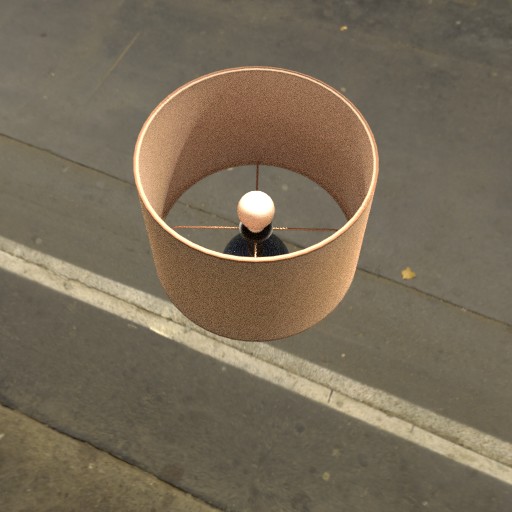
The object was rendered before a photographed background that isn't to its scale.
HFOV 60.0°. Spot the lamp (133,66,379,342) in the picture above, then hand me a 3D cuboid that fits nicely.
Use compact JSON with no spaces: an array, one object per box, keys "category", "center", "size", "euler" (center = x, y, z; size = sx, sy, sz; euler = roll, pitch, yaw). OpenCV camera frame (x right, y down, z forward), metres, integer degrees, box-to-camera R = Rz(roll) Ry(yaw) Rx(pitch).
[{"category":"lamp","center":[0.000,0.000,0.852],"size":[0.367,0.609,0.367],"euler":[0,63,0]}]
